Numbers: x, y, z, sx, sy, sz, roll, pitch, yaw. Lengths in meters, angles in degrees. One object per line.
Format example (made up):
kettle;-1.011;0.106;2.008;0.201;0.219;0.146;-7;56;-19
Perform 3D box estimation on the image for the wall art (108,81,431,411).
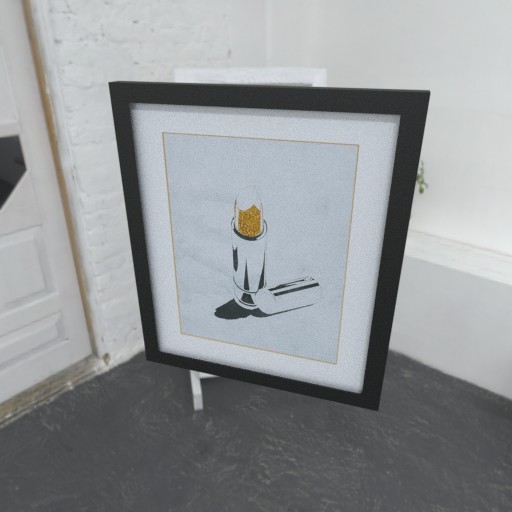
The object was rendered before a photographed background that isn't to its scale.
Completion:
wall art;0.000;0.000;0.529;0.330;0.381;0.019;8;27;16
